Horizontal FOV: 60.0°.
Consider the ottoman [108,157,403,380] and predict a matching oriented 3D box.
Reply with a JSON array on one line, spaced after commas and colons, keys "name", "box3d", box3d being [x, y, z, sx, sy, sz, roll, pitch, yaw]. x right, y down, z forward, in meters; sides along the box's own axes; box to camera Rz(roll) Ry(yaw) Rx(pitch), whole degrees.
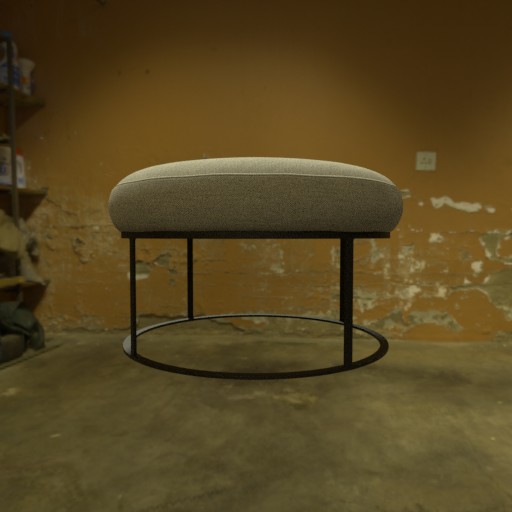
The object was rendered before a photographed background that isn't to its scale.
[{"name": "ottoman", "box3d": [0.000, 0.000, 1.220, 0.769, 0.459, 0.769, 0, 3, 0]}]
